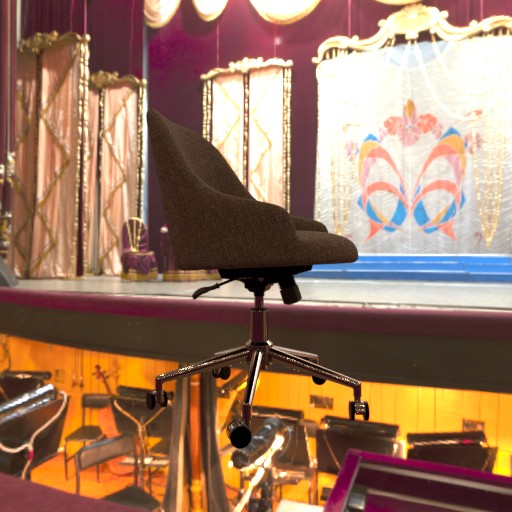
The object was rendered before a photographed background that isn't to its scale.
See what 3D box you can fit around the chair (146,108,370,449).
[{"bbox_3d":[0.000,0.000,1.417,0.712,0.950,0.671,0,0,20],"label":"chair"}]
